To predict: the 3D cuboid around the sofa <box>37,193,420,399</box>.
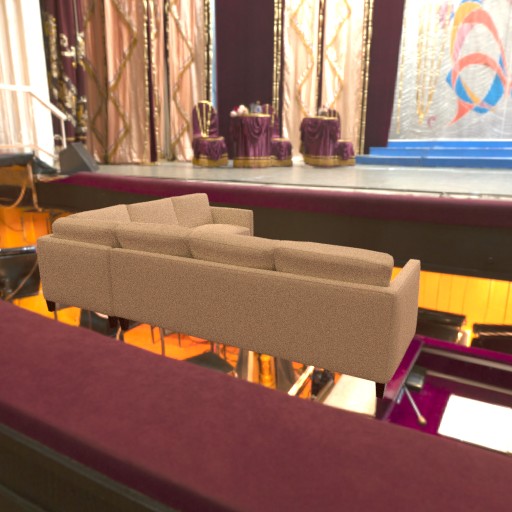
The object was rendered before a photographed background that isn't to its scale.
[{"bbox_3d":[0.000,0.000,4.483,3.302,0.947,2.593,8,16,28],"label":"sofa"}]
